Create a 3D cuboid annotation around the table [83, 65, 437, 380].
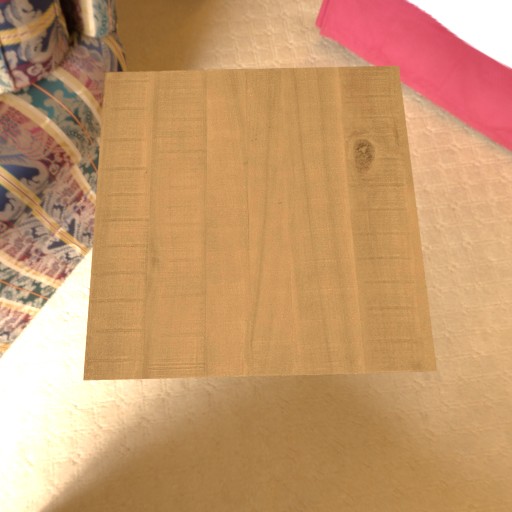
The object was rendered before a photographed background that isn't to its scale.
[{"bbox_3d":[0.000,0.000,0.978,0.503,0.589,0.507,-1,75,0],"label":"table"}]
